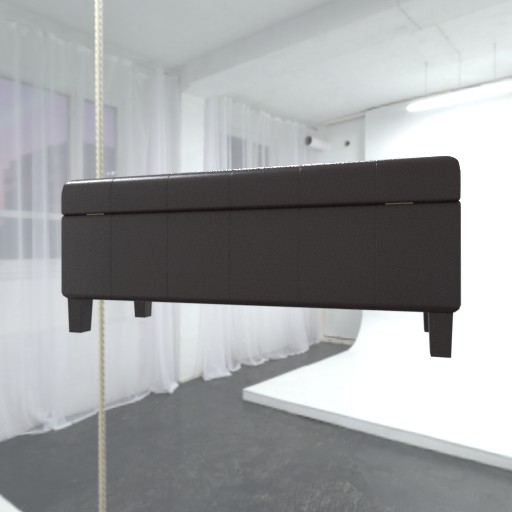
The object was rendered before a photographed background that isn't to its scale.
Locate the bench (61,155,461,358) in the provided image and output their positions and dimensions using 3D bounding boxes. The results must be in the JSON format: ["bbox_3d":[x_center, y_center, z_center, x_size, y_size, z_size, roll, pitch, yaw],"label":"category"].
[{"bbox_3d":[0.000,0.000,1.343,1.092,0.457,0.429,0,0,19],"label":"bench"}]
